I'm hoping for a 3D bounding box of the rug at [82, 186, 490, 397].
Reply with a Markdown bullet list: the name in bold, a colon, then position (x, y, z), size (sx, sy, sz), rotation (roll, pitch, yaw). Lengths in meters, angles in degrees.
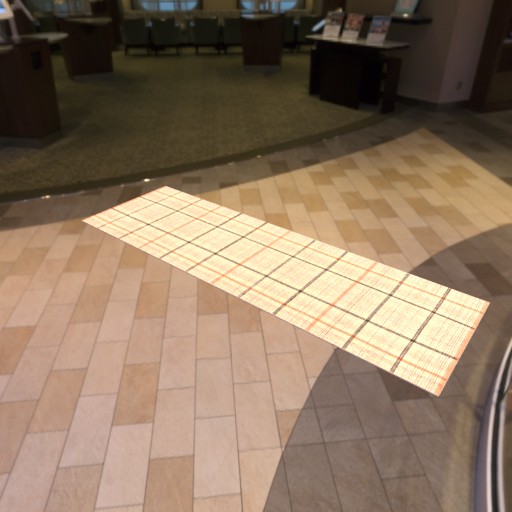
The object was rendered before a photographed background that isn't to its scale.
- **rug**: position (0.000, 0.000, 2.648), size (2.439, 0.008, 0.762), rotation (23, 38, 32)
